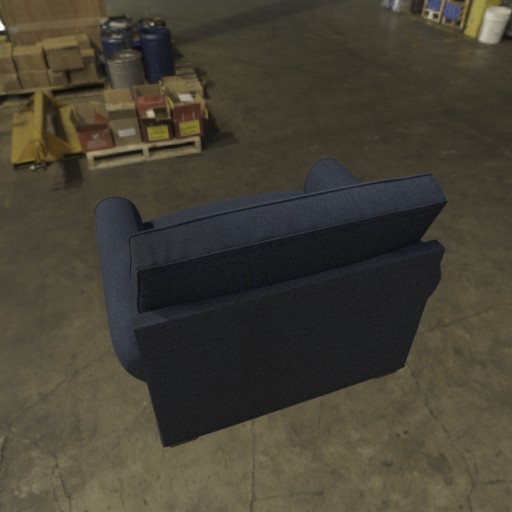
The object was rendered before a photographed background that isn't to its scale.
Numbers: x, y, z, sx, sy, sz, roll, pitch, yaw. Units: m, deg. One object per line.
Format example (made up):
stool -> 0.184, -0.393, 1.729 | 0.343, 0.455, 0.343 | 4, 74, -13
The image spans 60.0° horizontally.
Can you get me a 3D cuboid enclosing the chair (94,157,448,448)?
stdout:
chair -> 0.000, 0.000, 1.950 | 1.285, 1.044, 0.963 | -13, 42, -15
